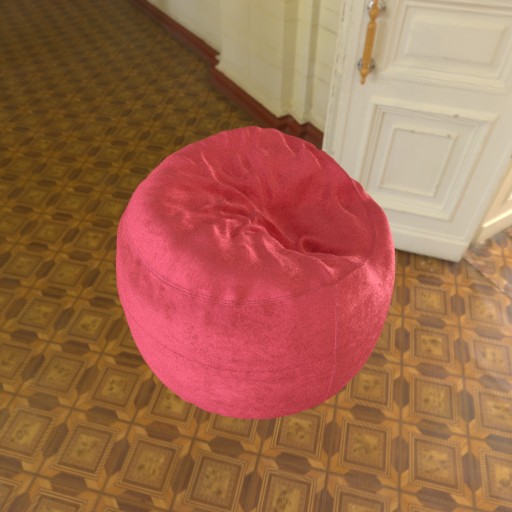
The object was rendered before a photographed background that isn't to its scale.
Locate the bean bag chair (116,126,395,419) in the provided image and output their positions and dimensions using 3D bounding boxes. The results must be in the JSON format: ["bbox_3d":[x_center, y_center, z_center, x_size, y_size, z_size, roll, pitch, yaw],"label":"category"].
[{"bbox_3d":[0.000,0.000,1.967,1.218,0.788,1.218,0,47,0],"label":"bean bag chair"}]
